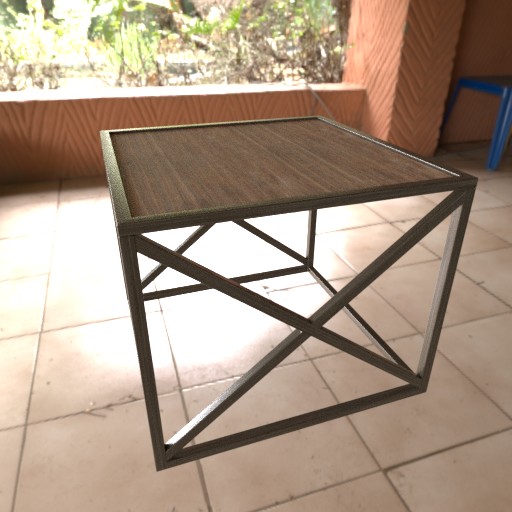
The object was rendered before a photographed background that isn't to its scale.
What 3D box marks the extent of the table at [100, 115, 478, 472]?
[{"bbox_3d":[0.000,0.000,1.057,0.611,0.507,0.609,-9,29,-17],"label":"table"}]
